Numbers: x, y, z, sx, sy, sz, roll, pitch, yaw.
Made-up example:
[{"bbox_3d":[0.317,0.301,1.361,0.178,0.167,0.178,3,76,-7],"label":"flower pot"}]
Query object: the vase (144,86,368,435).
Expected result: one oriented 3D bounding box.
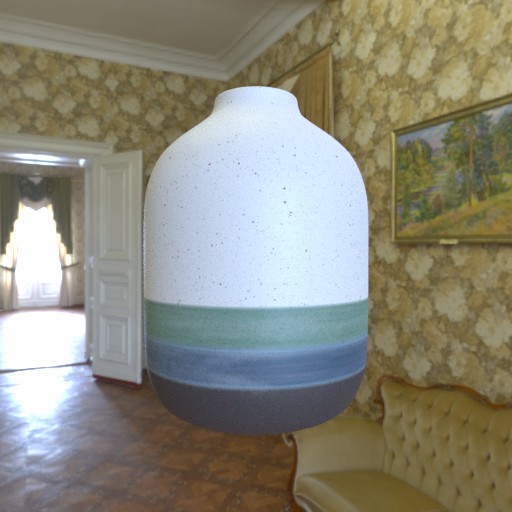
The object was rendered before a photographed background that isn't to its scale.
[{"bbox_3d":[0.000,0.000,0.345,0.169,0.240,0.169,0,1,0],"label":"vase"}]
